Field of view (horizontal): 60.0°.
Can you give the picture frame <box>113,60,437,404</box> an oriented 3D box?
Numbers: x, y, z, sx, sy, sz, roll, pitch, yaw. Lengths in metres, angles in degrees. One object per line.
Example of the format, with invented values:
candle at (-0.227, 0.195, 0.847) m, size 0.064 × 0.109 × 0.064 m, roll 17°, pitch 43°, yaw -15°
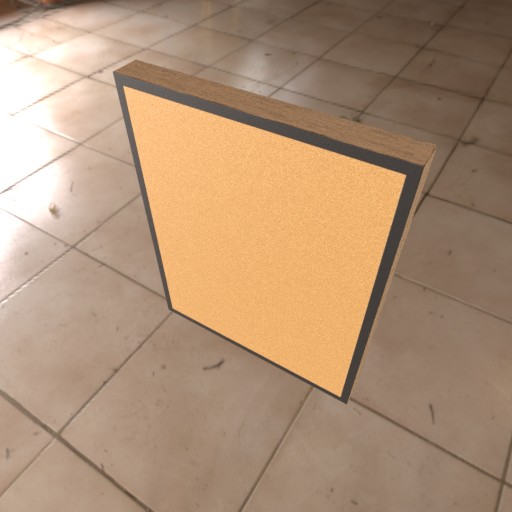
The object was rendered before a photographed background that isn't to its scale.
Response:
picture frame at (0.000, 0.000, 0.721) m, size 0.421 × 0.526 × 0.046 m, roll 24°, pitch 51°, yaw 21°
